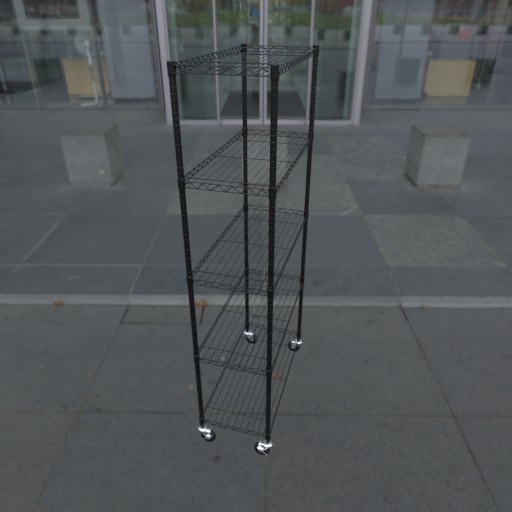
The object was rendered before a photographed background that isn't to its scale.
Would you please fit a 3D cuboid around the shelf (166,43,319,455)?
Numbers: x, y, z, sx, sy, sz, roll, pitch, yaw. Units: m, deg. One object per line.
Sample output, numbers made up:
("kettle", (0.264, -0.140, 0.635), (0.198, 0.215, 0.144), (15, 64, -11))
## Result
("shelf", (0.000, 0.000, 1.957), (0.356, 1.645, 0.762), (8, 30, 14))
